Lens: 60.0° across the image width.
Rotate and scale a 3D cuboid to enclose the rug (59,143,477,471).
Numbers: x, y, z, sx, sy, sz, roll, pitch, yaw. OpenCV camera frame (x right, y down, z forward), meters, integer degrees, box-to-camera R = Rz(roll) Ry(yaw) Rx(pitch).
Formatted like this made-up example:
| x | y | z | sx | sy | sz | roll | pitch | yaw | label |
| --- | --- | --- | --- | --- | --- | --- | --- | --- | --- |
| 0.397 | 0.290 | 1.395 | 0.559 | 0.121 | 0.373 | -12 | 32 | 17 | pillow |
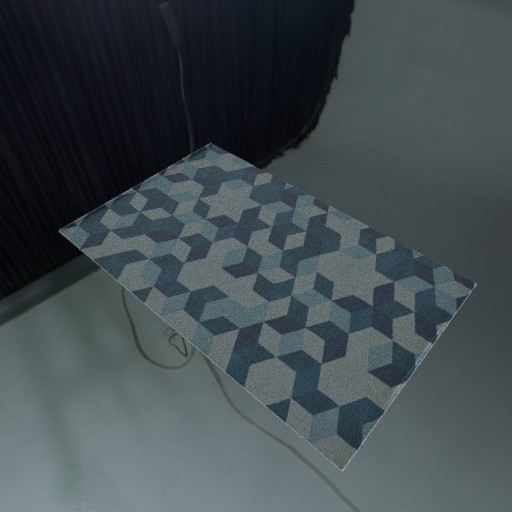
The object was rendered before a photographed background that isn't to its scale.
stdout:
| x | y | z | sx | sy | sz | roll | pitch | yaw | label |
| --- | --- | --- | --- | --- | --- | --- | --- | --- | --- |
| 0.000 | 0.000 | 3.008 | 2.438 | 0.015 | 1.518 | 33 | 55 | 27 | rug |
